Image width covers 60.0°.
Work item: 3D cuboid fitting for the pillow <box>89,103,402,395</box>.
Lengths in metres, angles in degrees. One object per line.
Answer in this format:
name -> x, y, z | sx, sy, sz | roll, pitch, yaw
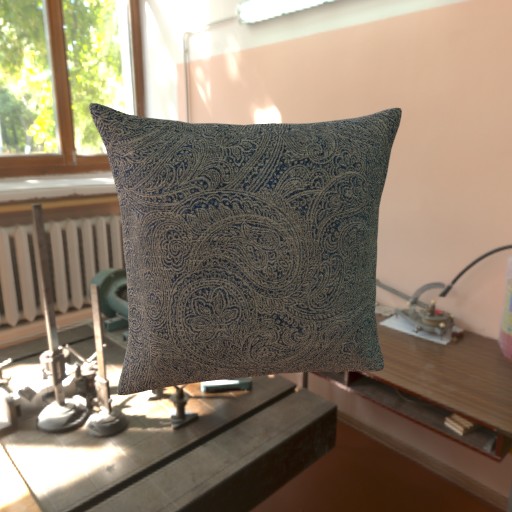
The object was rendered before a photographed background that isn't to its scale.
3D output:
pillow -> 0.000, 0.000, 0.791 | 0.523, 0.510, 0.166 | -2, 14, -9
